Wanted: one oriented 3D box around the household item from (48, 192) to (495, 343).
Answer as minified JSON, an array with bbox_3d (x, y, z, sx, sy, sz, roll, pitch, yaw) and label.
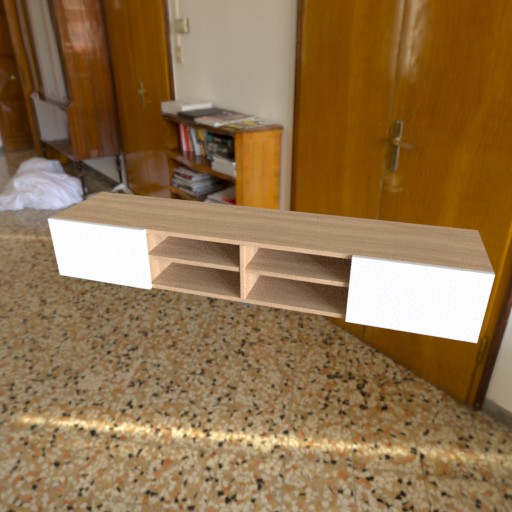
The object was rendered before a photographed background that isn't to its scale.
[{"bbox_3d":[0.000,0.000,2.018,1.850,0.310,0.420,8,27,15],"label":"household item"}]
